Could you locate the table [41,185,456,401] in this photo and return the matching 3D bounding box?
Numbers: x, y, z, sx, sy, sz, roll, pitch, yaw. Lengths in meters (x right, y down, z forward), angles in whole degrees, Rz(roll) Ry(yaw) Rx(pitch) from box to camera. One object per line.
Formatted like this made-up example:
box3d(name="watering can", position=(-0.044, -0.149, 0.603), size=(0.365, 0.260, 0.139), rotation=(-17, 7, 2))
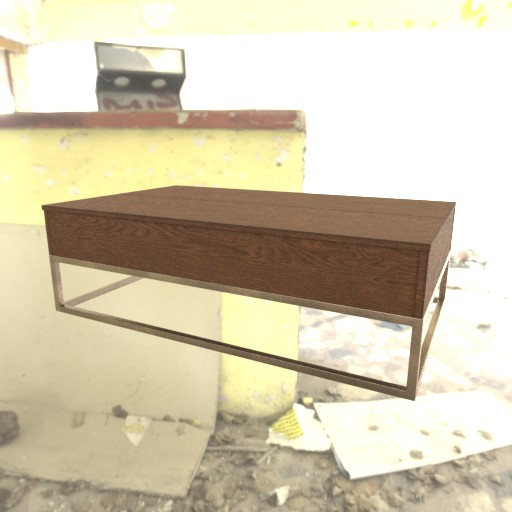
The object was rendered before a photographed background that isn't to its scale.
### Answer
box3d(name="table", position=(0.000, 0.000, 1.505), size=(1.167, 0.361, 0.719), rotation=(8, 17, 26))
